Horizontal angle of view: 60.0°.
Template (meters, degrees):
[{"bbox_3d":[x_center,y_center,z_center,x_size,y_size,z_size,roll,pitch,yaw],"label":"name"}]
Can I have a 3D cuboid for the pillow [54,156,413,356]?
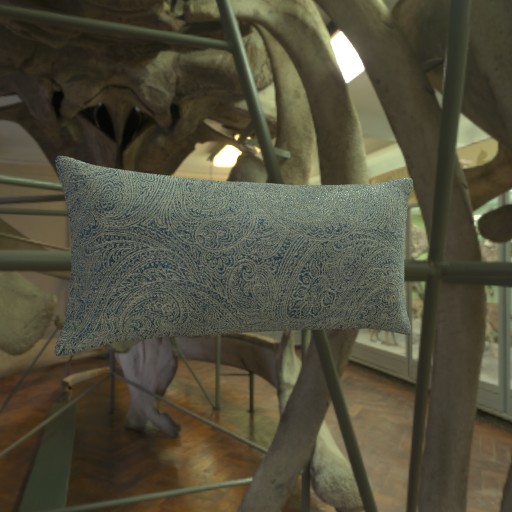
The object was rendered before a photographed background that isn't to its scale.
[{"bbox_3d":[0.000,0.000,0.738,0.615,0.295,0.151,0,-1,-17],"label":"pillow"}]
